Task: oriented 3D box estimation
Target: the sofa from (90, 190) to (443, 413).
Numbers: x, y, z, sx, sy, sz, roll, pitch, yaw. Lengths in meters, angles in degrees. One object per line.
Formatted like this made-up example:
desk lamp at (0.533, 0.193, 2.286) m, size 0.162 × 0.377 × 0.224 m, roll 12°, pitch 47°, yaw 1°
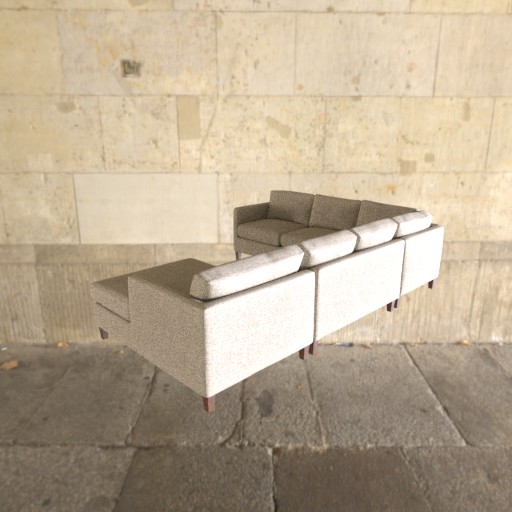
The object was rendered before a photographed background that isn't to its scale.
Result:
sofa at (0.000, 0.000, 4.750) m, size 3.460 × 0.959 × 2.593 m, roll -15°, pitch 22°, yaw -42°
